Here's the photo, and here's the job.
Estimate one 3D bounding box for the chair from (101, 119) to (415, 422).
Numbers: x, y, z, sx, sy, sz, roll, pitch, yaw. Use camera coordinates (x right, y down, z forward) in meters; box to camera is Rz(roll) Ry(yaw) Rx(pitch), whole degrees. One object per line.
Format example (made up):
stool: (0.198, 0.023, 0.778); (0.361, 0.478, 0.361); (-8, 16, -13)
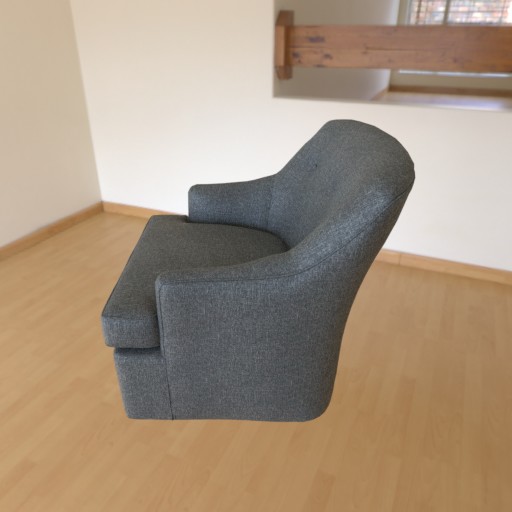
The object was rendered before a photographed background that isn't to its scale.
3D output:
chair: (0.000, 0.000, 1.592); (0.923, 0.856, 0.864); (0, 28, -1)
